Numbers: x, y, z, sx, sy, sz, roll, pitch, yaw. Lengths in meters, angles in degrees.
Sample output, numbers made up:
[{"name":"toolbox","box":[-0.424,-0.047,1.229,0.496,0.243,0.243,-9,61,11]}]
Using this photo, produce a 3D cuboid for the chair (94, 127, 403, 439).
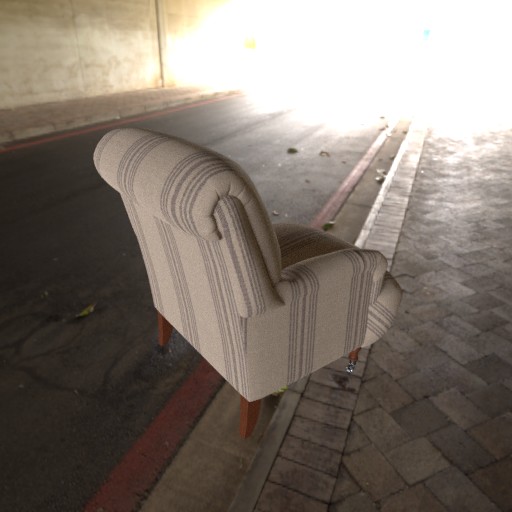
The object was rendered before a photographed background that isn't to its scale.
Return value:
[{"name":"chair","box":[0.000,0.000,1.646,0.914,0.940,0.813,-17,30,-32]}]
